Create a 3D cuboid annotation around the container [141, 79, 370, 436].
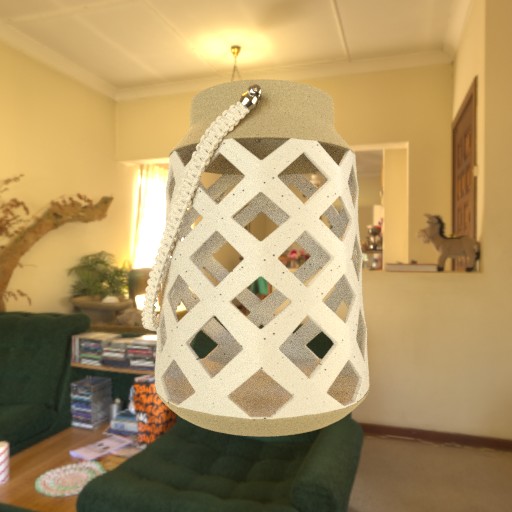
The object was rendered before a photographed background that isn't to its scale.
[{"bbox_3d":[0.000,0.000,0.340,0.172,0.229,0.163,0,1,1],"label":"container"}]
